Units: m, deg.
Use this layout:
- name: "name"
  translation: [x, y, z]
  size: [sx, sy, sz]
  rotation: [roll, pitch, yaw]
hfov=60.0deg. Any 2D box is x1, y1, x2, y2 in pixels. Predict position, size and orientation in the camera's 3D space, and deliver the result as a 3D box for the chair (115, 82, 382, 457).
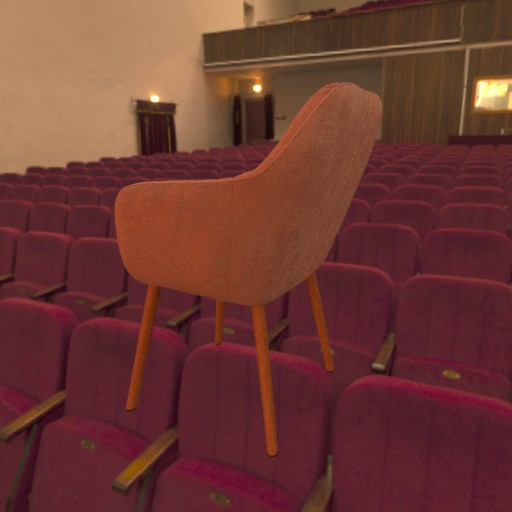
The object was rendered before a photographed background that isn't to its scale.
- name: "chair"
  translation: [0.000, 0.000, 1.212]
  size: [0.570, 0.832, 0.610]
  rotation: [7, 16, 26]
